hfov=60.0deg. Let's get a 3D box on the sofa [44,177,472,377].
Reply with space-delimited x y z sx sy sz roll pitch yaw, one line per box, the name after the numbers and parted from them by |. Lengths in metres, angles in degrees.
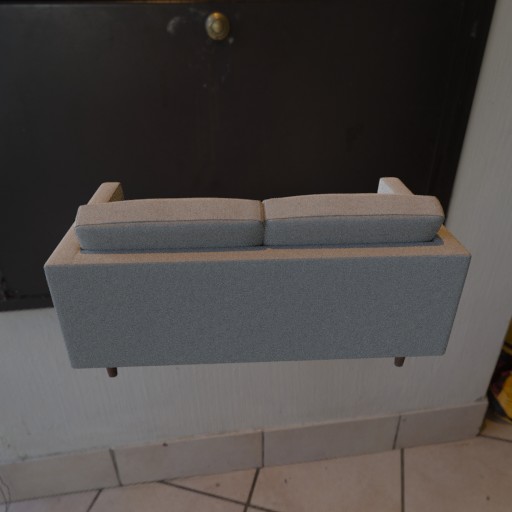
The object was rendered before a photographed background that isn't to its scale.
0.000 0.000 2.340 1.731 0.900 1.000 -1 30 -3 | sofa
